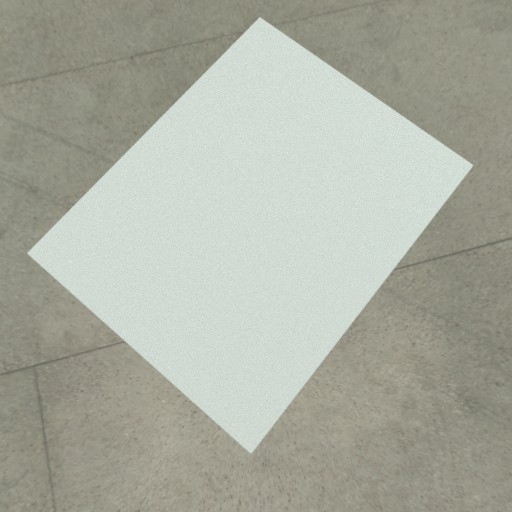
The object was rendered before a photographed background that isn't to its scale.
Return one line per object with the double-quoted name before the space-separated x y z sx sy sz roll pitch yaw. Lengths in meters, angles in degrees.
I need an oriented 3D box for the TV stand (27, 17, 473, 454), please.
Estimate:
"TV stand" 0.000 0.000 0.901 0.405 0.559 0.508 39 79 9
